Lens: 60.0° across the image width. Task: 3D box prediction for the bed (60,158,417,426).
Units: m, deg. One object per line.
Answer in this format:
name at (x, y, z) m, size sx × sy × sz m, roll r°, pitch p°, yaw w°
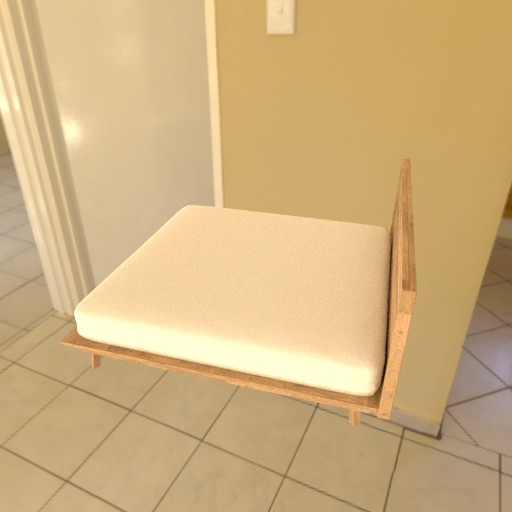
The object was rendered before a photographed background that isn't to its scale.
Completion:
bed at (0.000, 0.000, 3.455) m, size 2.167 × 1.100 × 2.116 m, roll 8°, pitch 30°, yaw 14°
